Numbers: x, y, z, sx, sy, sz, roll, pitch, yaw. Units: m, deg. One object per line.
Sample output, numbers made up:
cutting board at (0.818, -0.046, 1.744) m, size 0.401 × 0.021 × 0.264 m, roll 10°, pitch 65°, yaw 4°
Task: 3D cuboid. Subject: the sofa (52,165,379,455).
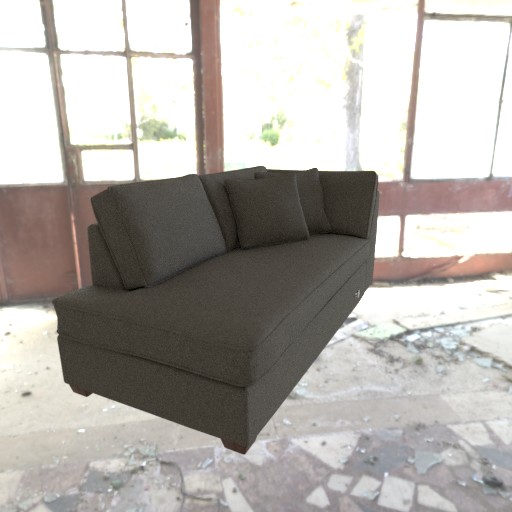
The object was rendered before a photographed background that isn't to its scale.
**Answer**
sofa at (0.000, 0.000, 2.811) m, size 1.110 × 1.033 × 2.237 m, roll 8°, pitch 18°, yaw 26°
